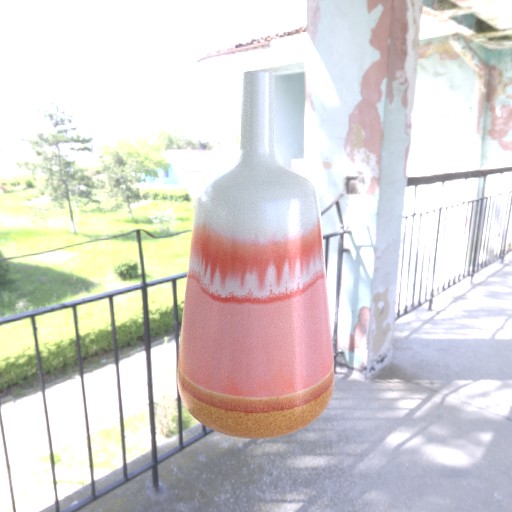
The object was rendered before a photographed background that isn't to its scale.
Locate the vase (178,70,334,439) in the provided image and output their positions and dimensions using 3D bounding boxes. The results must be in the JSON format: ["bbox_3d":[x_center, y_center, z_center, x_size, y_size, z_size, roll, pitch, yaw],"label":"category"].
[{"bbox_3d":[0.000,0.000,0.385,0.144,0.296,0.144,0,15,0],"label":"vase"}]
